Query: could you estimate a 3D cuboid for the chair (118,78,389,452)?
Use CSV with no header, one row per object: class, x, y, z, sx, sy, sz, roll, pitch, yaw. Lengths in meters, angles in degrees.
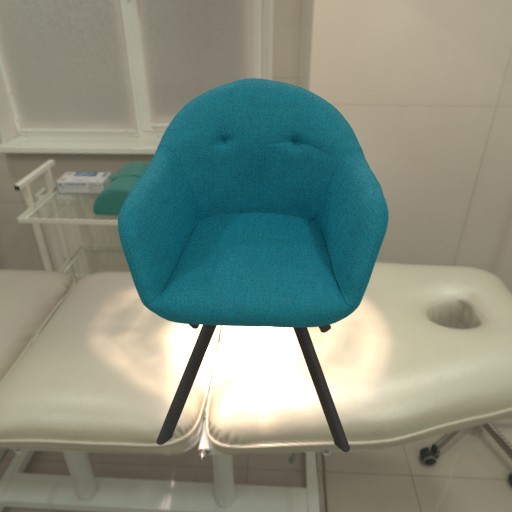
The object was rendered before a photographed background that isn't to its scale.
chair,0.000,0.000,1.142,0.545,0.775,0.565,1,31,2
